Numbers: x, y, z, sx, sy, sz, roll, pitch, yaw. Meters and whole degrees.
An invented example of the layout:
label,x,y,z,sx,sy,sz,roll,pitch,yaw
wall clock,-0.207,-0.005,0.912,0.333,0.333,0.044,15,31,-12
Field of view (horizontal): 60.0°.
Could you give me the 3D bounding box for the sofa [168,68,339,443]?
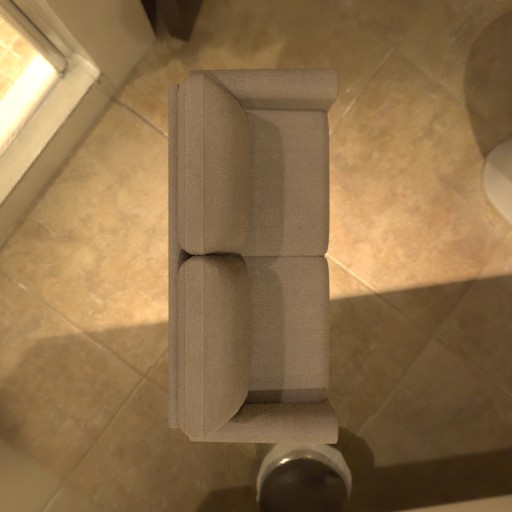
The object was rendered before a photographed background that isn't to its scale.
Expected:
label,x,y,z,sx,sy,sz,roll,pitch,yaw
sofa,0.000,0.000,2.402,0.842,0.942,1.935,0,90,0
